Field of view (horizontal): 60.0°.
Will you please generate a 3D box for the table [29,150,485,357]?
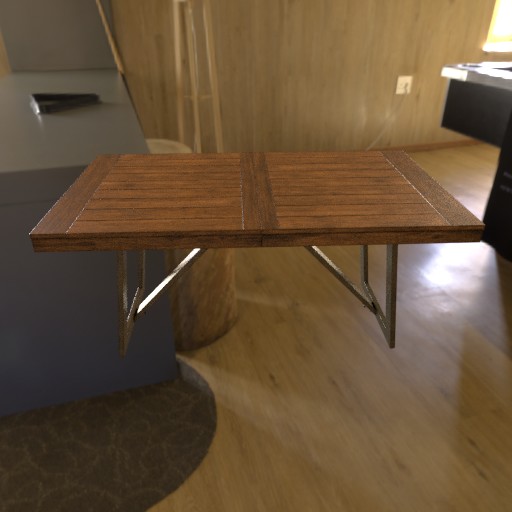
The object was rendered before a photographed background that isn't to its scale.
[{"bbox_3d":[0.000,0.000,2.185,1.641,0.757,0.931,-1,30,-2],"label":"table"}]
